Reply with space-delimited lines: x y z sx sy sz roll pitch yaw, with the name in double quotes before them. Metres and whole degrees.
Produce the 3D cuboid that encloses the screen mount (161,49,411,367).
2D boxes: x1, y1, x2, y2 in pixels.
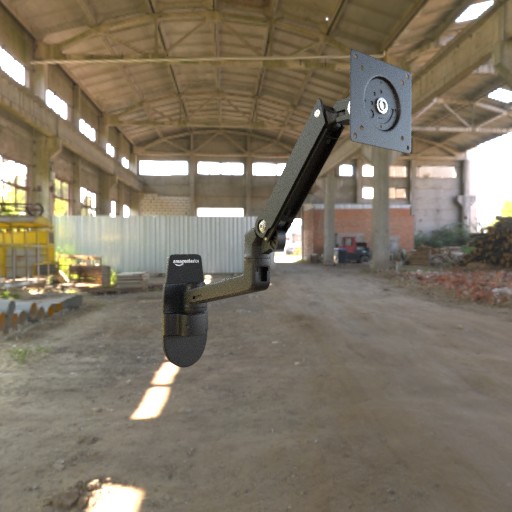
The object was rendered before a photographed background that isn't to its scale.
"screen mount" 0.000 0.000 0.723 0.115 0.466 0.495 -1 1 -37
